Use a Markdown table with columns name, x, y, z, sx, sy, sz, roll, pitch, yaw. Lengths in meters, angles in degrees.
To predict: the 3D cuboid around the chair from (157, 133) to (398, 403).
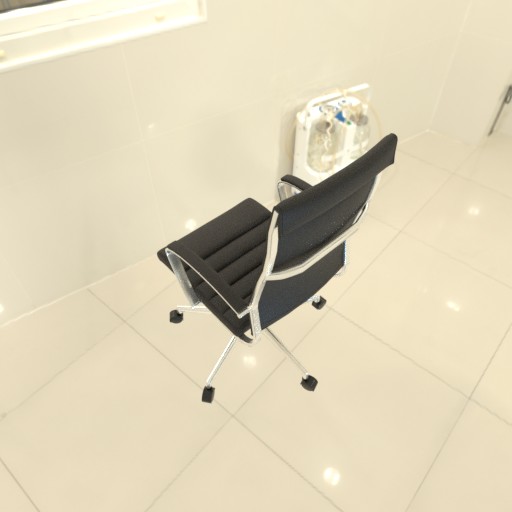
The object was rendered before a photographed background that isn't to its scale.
| name | x | y | z | sx | sy | sz | roll | pitch | yaw |
| --- | --- | --- | --- | --- | --- | --- | --- | --- | --- |
| chair | 0.000 | 0.000 | 1.652 | 0.766 | 1.149 | 0.739 | -34 | 56 | -27 |
